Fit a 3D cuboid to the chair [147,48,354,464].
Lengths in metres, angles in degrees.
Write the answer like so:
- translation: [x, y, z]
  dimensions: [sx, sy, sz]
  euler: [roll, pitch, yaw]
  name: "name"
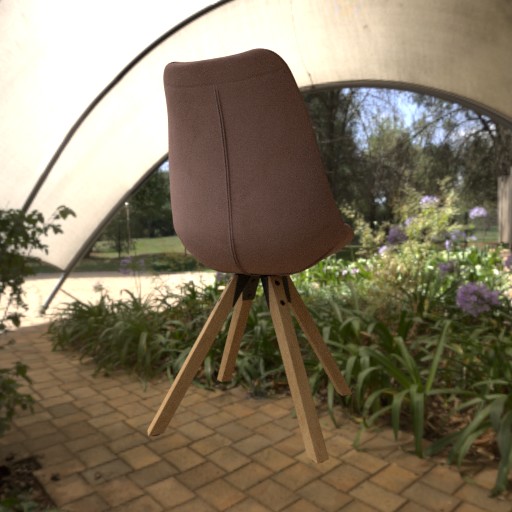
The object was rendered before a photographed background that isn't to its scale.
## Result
- translation: [0.000, 0.000, 1.168]
  dimensions: [0.485, 0.850, 0.550]
  euler: [1, 2, 19]
  name: "chair"
